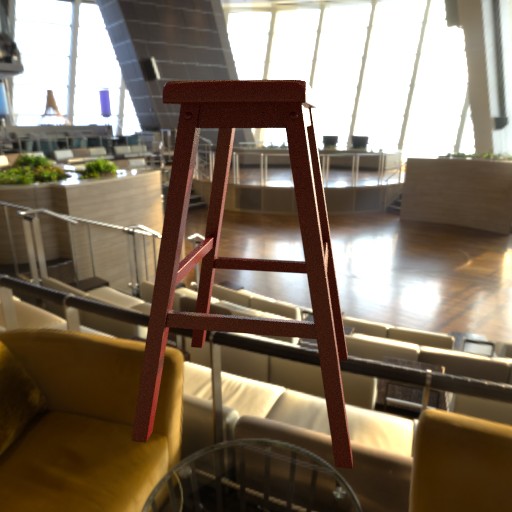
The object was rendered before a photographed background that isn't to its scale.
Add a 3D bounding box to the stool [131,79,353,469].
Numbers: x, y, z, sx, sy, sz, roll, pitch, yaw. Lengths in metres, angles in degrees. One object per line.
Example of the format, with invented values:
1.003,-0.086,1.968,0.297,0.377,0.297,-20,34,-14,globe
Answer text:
0.000,0.000,1.039,0.476,0.737,0.457,3,18,9,stool
